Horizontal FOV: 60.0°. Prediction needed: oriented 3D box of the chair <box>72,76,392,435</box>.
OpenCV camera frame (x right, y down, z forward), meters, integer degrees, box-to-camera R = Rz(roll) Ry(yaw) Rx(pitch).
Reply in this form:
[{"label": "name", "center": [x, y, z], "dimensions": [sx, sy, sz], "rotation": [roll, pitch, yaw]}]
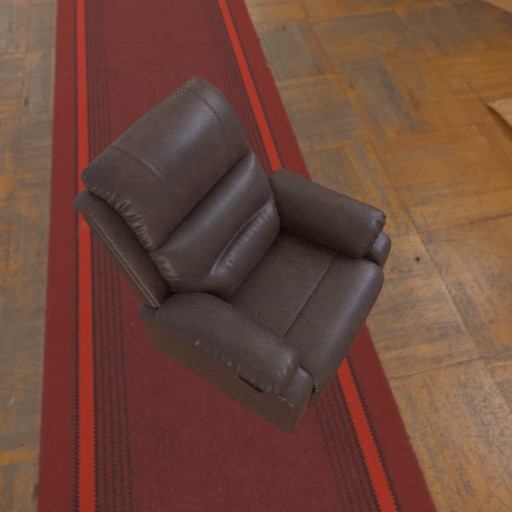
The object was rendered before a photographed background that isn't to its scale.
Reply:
[{"label": "chair", "center": [0.000, 0.000, 1.681], "dimensions": [0.919, 0.992, 0.855], "rotation": [28, 61, 17]}]
